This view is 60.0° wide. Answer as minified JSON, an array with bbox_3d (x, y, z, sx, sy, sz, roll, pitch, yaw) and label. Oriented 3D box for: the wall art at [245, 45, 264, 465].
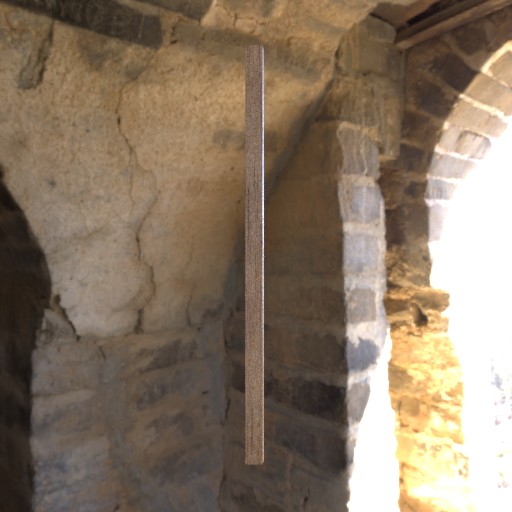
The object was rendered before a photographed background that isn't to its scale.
[{"bbox_3d":[0.000,0.000,0.966,0.026,0.588,0.690,0,0,0],"label":"wall art"}]
